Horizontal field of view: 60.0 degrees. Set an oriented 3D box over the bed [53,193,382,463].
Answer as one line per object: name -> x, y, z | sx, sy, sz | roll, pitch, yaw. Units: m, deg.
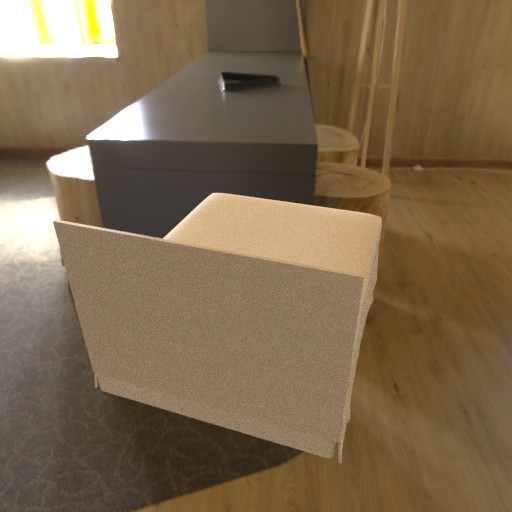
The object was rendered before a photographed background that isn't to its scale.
bed -> 0.000, 0.000, 3.293 | 1.745, 1.335, 2.094 | 10, 33, 16
